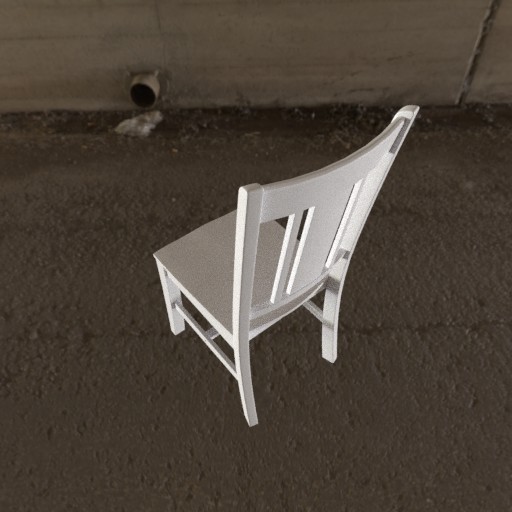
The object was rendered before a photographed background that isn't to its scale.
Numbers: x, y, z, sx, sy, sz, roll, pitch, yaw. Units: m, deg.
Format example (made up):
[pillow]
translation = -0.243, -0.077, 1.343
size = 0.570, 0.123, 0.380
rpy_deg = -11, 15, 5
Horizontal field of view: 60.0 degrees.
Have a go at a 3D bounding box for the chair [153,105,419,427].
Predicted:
[chair]
translation = 0.000, 0.000, 1.303
size = 0.450, 0.998, 0.555
rpy_deg = -30, 53, -26
